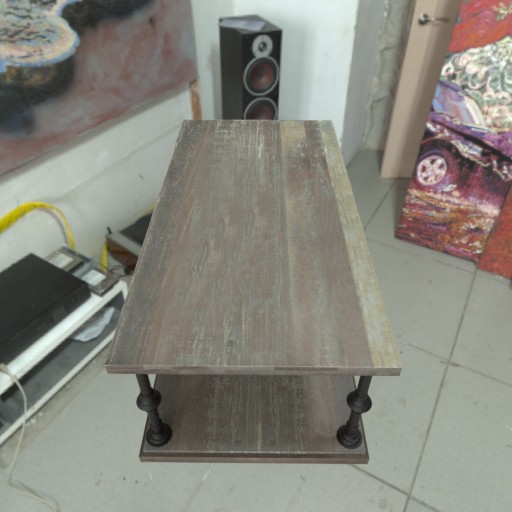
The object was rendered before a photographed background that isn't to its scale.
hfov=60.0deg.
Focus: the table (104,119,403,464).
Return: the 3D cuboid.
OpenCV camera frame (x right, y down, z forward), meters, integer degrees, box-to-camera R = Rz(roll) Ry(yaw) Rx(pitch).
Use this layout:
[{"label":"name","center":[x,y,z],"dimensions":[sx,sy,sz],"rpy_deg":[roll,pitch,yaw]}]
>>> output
[{"label":"table","center":[0.000,0.000,1.365],"dimensions":[0.554,0.399,1.088],"rpy_deg":[0,41,0]}]
